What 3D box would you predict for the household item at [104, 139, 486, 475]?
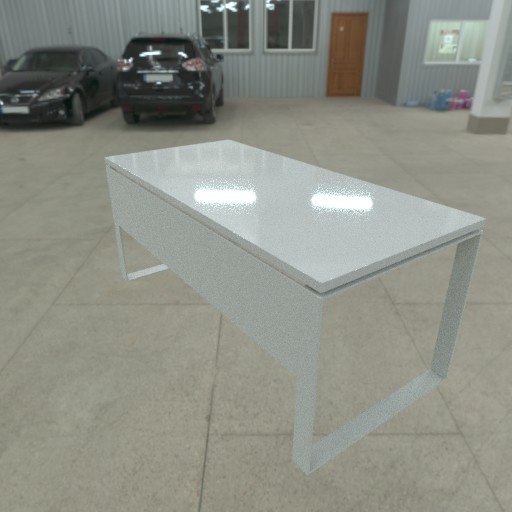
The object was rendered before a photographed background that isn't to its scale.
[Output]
[{"bbox_3d":[0.000,0.000,2.153,0.800,0.745,1.700,-18,31,-32],"label":"household item"}]
